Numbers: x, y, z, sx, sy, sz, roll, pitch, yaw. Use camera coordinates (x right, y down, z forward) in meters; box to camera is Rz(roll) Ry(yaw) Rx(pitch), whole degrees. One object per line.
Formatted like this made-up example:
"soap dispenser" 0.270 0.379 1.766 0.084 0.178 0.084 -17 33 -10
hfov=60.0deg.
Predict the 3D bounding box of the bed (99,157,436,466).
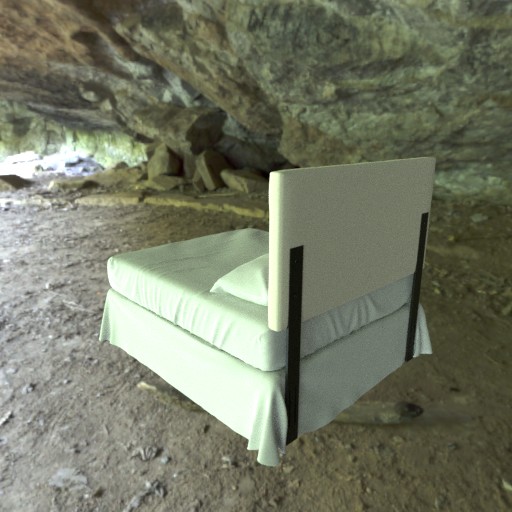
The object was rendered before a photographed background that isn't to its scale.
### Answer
"bed" 0.000 0.000 3.554 1.936 1.577 2.222 -15 22 -41
